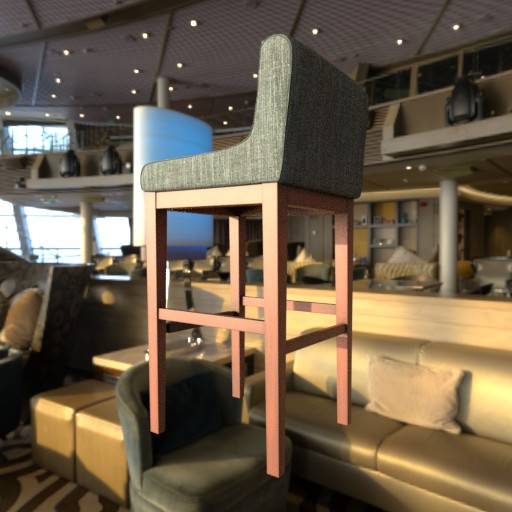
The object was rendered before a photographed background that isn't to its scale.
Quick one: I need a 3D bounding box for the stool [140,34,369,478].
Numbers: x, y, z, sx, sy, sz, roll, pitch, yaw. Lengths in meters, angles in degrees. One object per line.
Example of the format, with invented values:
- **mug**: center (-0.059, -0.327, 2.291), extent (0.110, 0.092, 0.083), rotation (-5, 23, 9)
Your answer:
- **stool**: center (0.000, 0.000, 1.234), extent (0.499, 0.965, 0.426), rotation (1, 1, 36)
